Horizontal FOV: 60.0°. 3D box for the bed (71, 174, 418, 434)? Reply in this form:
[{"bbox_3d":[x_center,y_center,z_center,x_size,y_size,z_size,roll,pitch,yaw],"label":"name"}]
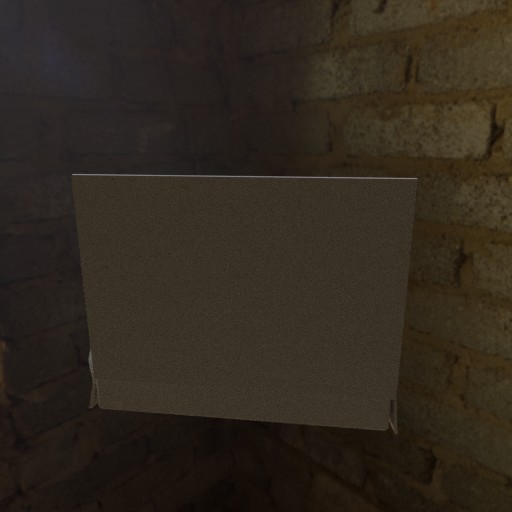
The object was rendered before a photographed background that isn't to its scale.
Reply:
[{"bbox_3d":[0.000,0.000,3.211,1.745,1.335,2.094,2,16,7],"label":"bed"}]
